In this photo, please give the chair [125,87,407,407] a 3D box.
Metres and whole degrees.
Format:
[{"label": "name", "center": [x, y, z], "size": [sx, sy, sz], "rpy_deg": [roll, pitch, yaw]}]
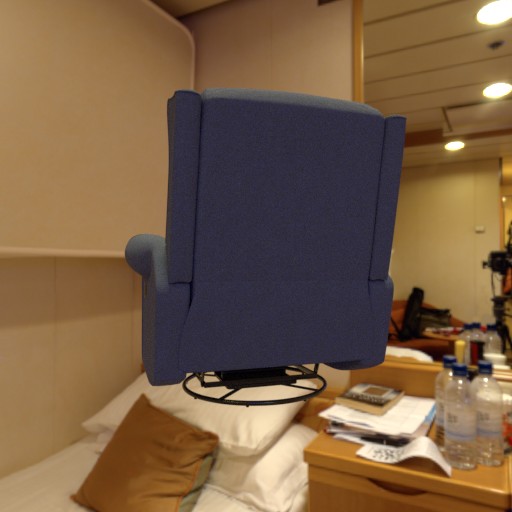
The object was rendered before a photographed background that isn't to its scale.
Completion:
[{"label": "chair", "center": [0.000, 0.000, 1.728], "size": [0.971, 1.020, 0.877], "rpy_deg": [0, -1, -18]}]
